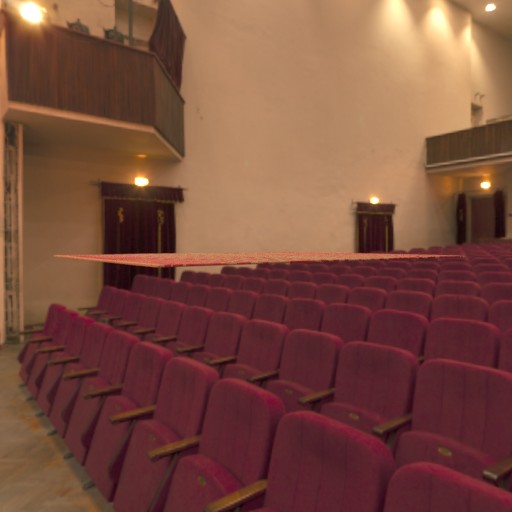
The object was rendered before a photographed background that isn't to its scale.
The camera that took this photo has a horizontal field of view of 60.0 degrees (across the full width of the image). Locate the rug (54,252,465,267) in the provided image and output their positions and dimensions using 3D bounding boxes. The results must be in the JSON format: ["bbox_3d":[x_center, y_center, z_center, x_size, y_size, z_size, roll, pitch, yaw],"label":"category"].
[{"bbox_3d":[0.000,0.000,4.202,3.095,0.016,2.441,-1,2,-36],"label":"rug"}]
